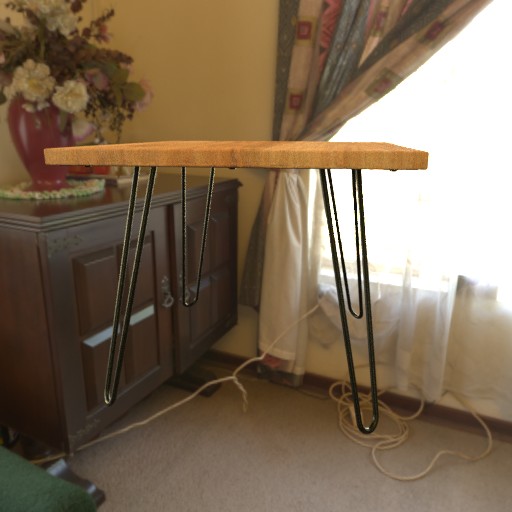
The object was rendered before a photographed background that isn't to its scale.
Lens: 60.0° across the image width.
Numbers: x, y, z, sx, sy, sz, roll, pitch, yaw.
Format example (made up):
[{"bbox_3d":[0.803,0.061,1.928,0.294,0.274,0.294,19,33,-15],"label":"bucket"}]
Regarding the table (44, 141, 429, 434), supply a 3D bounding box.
[{"bbox_3d":[0.000,0.000,1.023,0.599,0.500,0.599,3,16,9],"label":"table"}]
